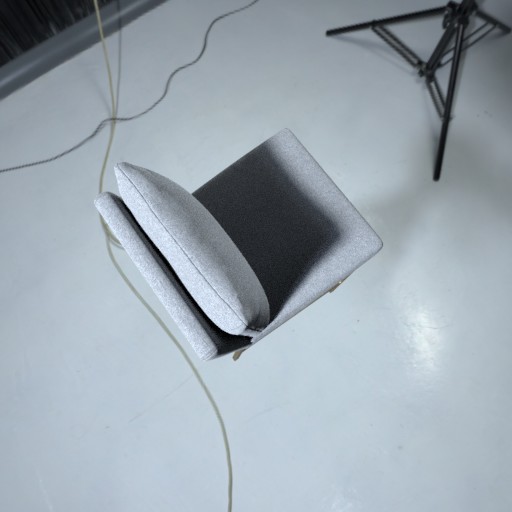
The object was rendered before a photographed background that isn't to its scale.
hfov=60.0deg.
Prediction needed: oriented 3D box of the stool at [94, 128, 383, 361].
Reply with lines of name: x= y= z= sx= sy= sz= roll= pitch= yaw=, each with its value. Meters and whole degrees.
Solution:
stool: x=0.000 y=0.000 z=1.432 sx=0.569 sy=1.130 sz=0.463 roll=-36 pitch=79 yaw=-8
